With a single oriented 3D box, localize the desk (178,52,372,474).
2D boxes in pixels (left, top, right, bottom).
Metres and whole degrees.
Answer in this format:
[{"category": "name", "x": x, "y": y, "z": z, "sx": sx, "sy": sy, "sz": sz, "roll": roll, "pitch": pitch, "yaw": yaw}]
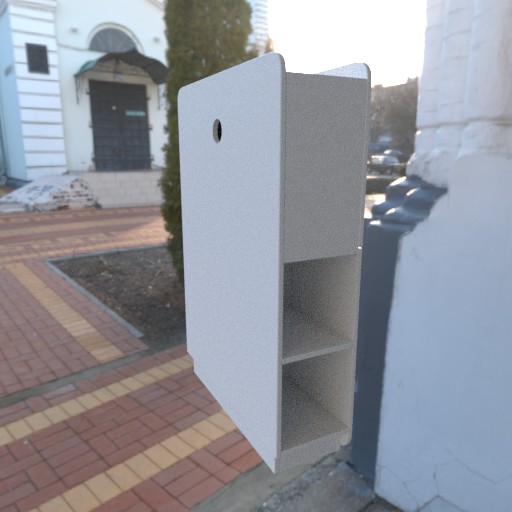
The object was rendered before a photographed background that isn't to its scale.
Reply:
[{"category": "desk", "x": 0.000, "y": 0.000, "z": 1.570, "sx": 0.278, "sy": 1.190, "sz": 0.795, "roll": -7, "pitch": 15, "yaw": -27}]
